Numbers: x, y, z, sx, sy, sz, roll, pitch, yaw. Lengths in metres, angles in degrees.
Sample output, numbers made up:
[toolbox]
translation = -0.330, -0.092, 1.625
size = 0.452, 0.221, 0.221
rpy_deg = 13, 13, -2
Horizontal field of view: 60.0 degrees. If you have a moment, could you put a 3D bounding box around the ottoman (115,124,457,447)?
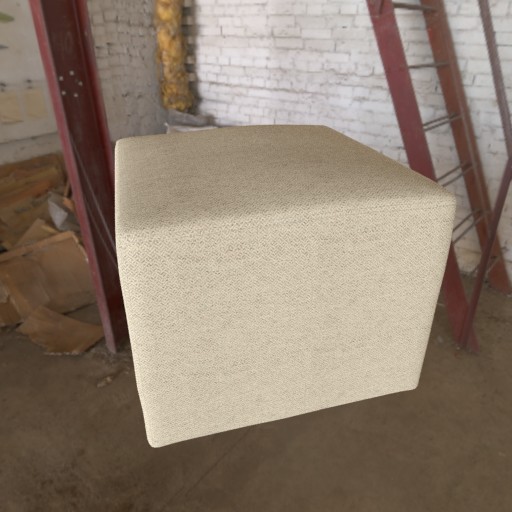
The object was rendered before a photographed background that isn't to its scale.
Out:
[ottoman]
translation = 0.000, 0.000, 0.909
size = 0.512, 0.453, 0.521
rpy_deg = -8, 29, -14
